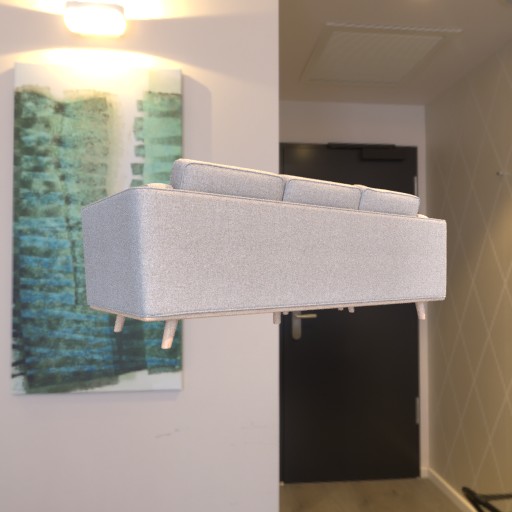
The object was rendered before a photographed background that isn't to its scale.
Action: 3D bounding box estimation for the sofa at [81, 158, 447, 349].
[{"bbox_3d":[0.000,0.000,3.220,2.411,0.929,1.604,1,-2,-36],"label":"sofa"}]
